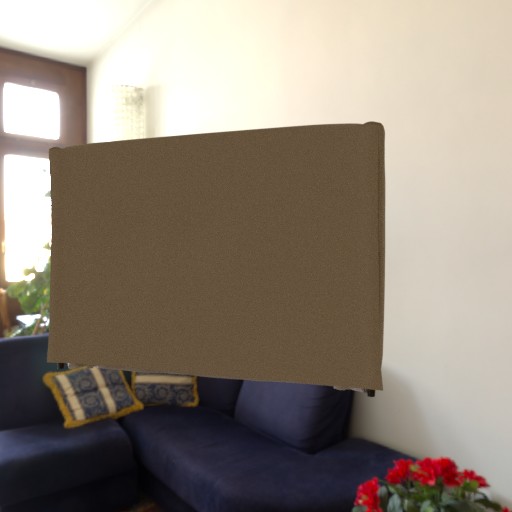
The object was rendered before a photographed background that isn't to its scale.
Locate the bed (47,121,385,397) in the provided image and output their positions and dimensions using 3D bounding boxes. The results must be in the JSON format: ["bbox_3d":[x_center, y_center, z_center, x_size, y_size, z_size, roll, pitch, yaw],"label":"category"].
[{"bbox_3d":[0.000,0.000,3.426,1.925,1.332,2.276,0,1,16],"label":"bed"}]
